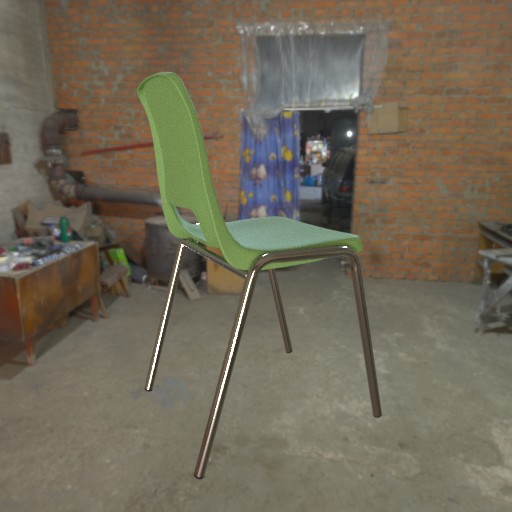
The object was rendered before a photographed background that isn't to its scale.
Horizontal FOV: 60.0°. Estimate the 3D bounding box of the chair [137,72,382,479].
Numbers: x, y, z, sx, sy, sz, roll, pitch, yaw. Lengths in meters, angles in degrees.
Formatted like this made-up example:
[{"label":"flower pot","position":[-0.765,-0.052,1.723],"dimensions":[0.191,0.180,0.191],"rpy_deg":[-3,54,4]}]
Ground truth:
[{"label":"chair","position":[0.000,0.000,0.958],"dimensions":[0.436,0.704,0.381],"rpy_deg":[-7,15,-28]}]
